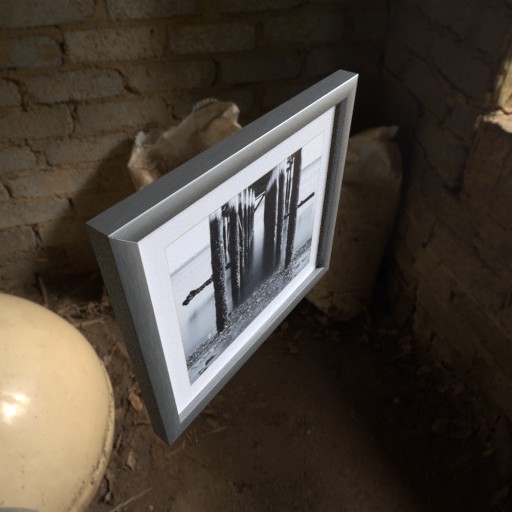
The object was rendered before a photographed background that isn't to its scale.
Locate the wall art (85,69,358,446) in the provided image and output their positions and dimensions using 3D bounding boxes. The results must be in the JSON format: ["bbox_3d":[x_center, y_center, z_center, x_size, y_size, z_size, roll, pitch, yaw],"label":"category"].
[{"bbox_3d":[0.000,0.000,0.540,0.028,0.330,0.380,27,49,26],"label":"wall art"}]
